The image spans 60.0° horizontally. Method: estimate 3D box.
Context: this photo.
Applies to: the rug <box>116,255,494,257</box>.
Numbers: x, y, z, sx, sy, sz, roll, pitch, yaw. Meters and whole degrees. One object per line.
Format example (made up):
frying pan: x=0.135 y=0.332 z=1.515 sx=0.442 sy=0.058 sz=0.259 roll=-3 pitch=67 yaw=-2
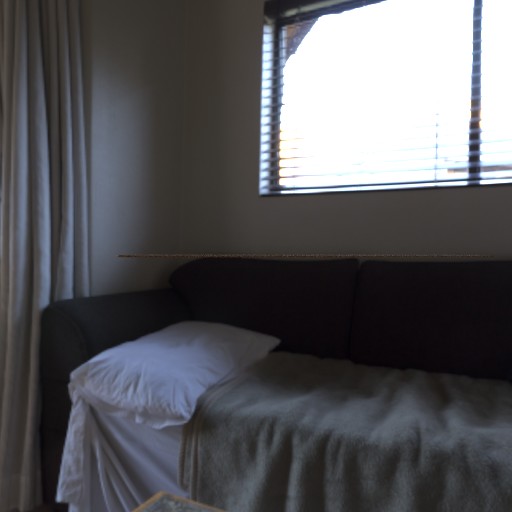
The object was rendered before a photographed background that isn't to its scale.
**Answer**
rug: x=0.000 y=0.000 z=4.073 sx=2.439 sy=0.013 sz=3.048 roll=0 pitch=0 yaw=-17
